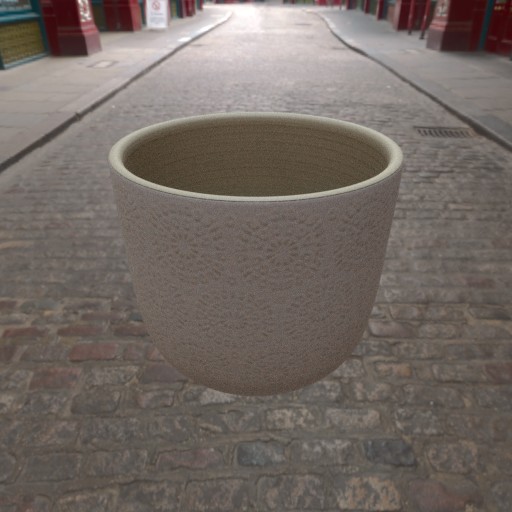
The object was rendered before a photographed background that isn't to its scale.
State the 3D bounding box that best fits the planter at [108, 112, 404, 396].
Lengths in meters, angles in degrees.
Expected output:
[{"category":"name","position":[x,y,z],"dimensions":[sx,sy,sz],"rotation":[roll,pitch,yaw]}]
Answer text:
[{"category":"planter","position":[0.000,0.000,0.371],"dimensions":[0.208,0.190,0.208],"rotation":[0,30,0]}]
